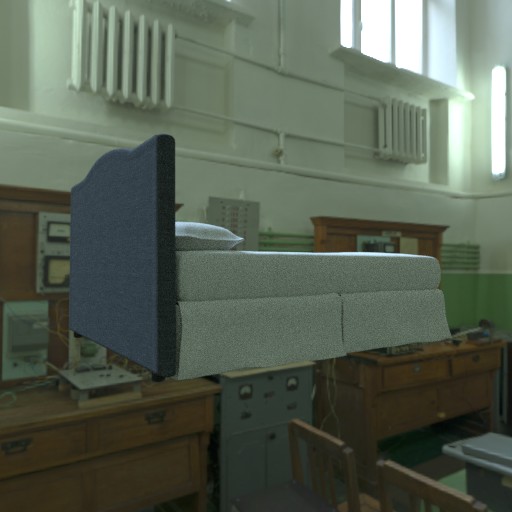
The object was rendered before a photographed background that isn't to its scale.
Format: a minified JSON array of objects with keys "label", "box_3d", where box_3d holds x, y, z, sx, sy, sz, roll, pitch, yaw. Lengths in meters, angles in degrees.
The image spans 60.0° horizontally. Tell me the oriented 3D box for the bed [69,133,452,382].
[{"label":"bed","box_3d":[0.000,0.000,3.949,2.689,1.457,2.161,1,-2,-35]}]
